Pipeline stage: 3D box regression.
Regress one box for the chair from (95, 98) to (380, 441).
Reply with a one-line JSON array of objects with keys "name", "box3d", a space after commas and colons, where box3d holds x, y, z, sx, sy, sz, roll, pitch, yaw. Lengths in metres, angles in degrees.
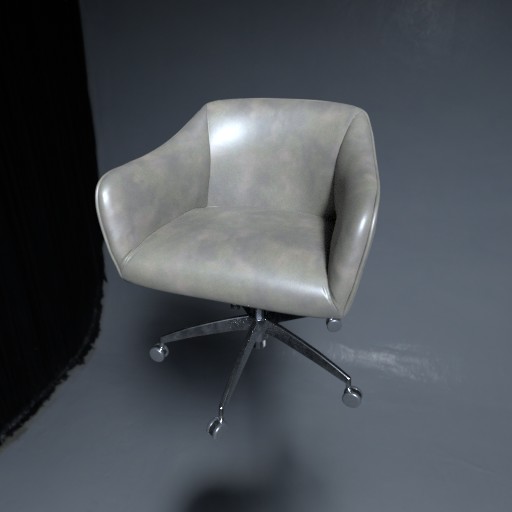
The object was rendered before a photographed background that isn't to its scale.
[{"name": "chair", "box3d": [0.000, 0.000, 1.317, 0.713, 0.827, 0.689, 8, 27, 17]}]
